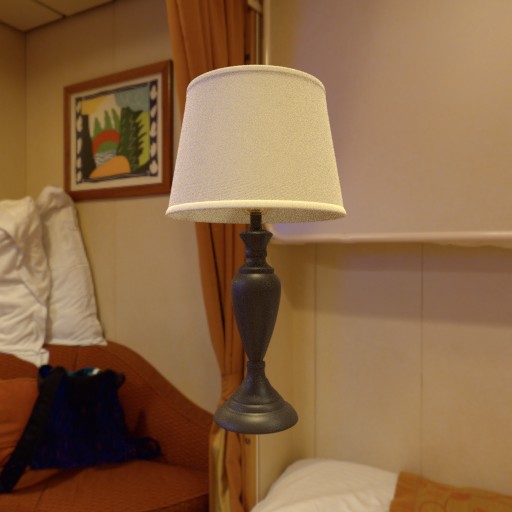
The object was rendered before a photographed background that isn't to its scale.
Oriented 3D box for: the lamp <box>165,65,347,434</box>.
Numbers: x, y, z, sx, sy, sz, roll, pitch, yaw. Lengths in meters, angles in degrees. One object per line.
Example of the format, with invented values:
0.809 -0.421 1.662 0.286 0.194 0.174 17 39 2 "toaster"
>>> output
0.000 0.000 0.836 0.335 0.611 0.335 0 0 0 "lamp"
